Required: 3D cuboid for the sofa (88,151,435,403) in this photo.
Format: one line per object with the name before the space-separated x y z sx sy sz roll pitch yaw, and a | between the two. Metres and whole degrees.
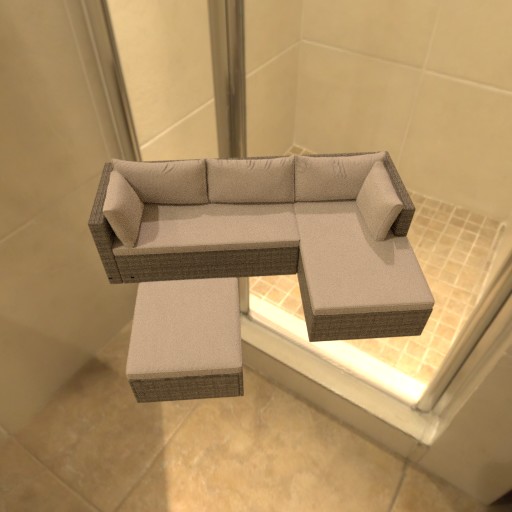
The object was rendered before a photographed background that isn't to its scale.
sofa | 0.000 0.000 3.032 2.192 0.766 1.662 -3 47 -3
